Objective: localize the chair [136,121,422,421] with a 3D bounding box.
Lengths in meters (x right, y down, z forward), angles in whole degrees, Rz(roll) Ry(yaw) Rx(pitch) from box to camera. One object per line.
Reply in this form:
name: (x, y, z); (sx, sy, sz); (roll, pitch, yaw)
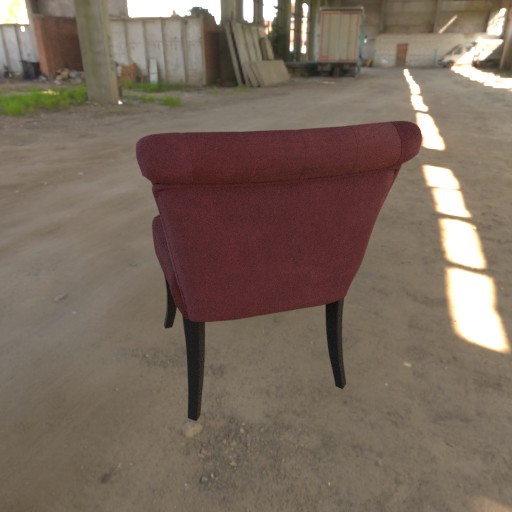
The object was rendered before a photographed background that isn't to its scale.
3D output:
chair: (0.000, 0.000, 1.203); (0.582, 0.750, 0.605); (-7, 26, -15)
